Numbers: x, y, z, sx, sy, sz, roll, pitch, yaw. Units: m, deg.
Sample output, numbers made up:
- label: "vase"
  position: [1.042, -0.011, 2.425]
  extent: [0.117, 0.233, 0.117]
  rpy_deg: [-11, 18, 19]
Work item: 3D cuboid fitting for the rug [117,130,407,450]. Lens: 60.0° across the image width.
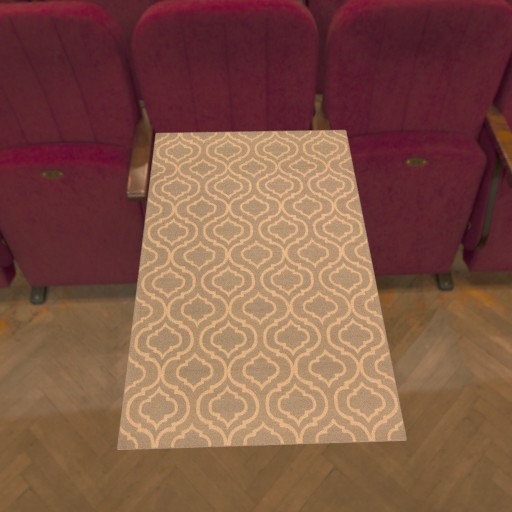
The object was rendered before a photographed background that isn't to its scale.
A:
- label: "rug"
  position: [0.000, 0.000, 2.201]
  extent: [1.141, 0.015, 1.749]
  rpy_deg: [-2, 58, -1]
